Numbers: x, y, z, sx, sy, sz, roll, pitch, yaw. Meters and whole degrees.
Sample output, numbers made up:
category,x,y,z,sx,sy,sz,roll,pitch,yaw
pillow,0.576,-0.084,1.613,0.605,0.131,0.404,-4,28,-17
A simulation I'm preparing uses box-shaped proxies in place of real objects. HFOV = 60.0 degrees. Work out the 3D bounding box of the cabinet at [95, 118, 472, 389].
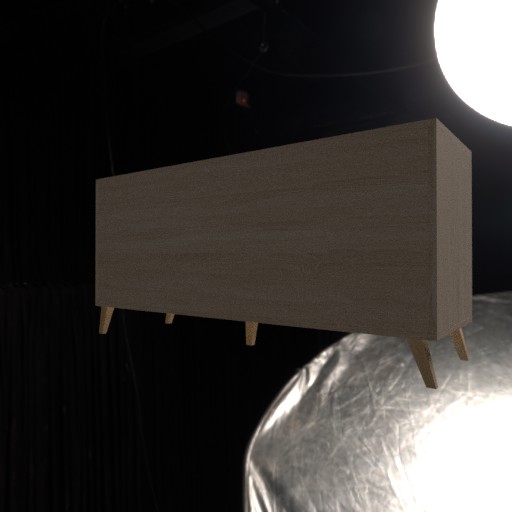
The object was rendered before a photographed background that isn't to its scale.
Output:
category,x,y,z,sx,sy,sz,roll,pitch,yaw
cabinet,0.000,0.000,1.955,1.649,0.780,0.500,0,-1,36
